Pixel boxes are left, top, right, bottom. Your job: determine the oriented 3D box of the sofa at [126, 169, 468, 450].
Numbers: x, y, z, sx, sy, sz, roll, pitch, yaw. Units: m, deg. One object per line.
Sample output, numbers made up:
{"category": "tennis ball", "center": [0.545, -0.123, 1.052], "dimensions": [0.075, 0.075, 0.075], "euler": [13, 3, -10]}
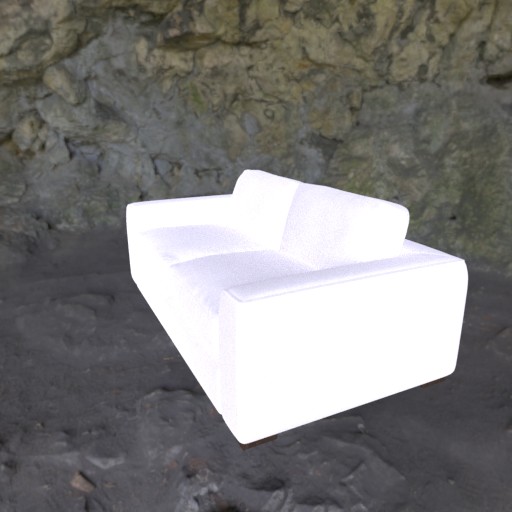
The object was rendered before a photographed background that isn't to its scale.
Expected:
{"category": "sofa", "center": [0.000, 0.000, 2.456], "dimensions": [1.069, 0.801, 1.920], "euler": [-8, 19, -25]}
